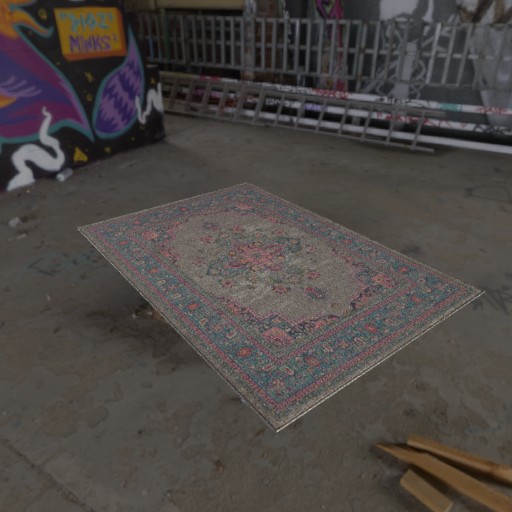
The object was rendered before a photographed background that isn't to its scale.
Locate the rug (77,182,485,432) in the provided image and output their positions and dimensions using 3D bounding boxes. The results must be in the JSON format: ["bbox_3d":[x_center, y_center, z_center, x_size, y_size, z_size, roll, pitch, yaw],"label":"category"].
[{"bbox_3d":[0.000,0.000,3.695,2.005,0.013,2.890,-21,36,-32],"label":"rug"}]
